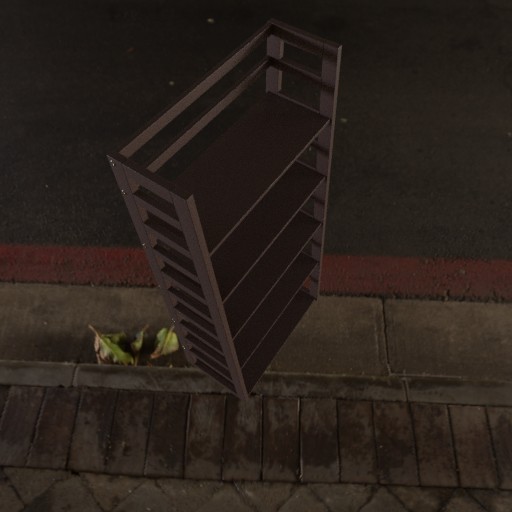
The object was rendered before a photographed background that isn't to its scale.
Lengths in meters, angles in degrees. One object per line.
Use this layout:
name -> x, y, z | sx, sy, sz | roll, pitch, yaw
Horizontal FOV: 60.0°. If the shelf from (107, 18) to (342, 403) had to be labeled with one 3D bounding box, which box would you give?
shelf -> 0.000, 0.000, 1.914 | 0.403, 1.600, 0.763 | 31, 63, 18
